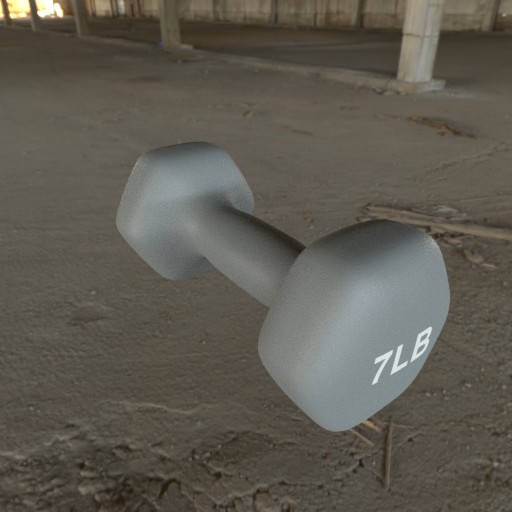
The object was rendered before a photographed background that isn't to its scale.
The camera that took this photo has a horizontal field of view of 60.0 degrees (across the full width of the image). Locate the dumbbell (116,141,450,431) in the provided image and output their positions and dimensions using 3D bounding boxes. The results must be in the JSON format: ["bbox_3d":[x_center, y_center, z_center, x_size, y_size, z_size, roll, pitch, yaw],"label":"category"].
[{"bbox_3d":[0.000,0.000,0.228,0.090,0.081,0.184,-20,35,-31],"label":"dumbbell"}]
